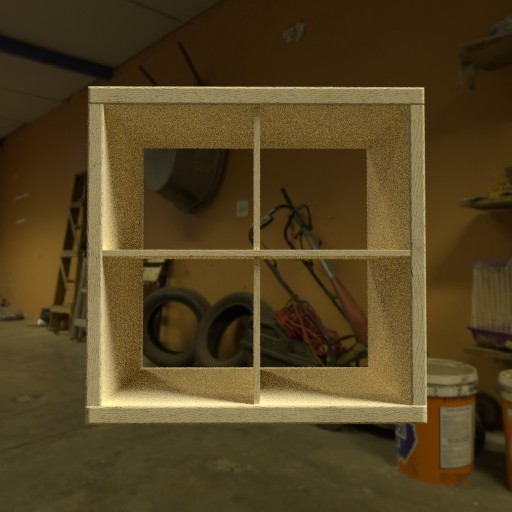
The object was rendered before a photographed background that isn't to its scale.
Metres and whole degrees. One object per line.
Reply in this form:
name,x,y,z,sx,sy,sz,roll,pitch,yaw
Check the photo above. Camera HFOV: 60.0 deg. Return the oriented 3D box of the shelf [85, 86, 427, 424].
shelf,0.000,0.000,1.229,0.790,0.786,0.390,0,-1,0
